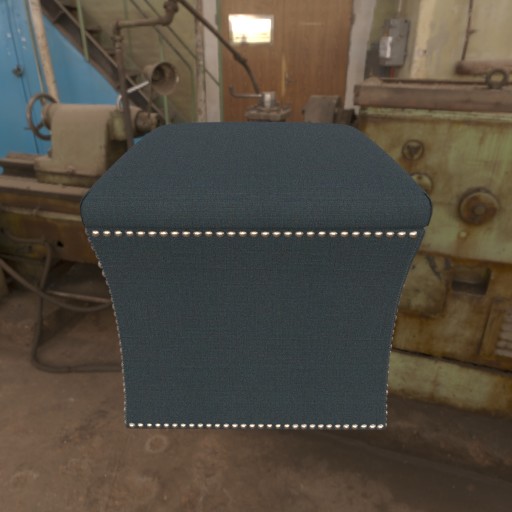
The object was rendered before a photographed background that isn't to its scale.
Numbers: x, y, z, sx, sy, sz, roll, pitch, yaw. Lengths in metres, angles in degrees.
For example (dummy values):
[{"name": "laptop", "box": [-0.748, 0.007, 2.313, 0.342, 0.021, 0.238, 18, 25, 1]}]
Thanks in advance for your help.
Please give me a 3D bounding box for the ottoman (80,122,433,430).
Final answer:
[{"name": "ottoman", "box": [0.000, 0.000, 0.893, 0.497, 0.475, 0.507, 0, 26, 0]}]
